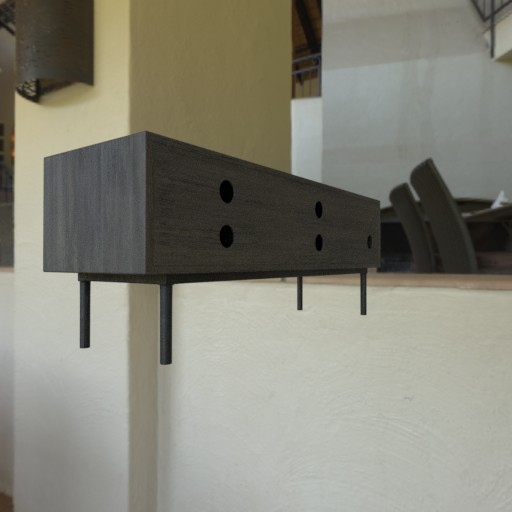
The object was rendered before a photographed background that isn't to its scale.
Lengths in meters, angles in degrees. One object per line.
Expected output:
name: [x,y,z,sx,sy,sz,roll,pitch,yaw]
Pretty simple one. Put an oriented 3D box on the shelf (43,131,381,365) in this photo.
shelf: [0.000,0.000,1.535,0.400,0.495,1.300,0,-1,36]
